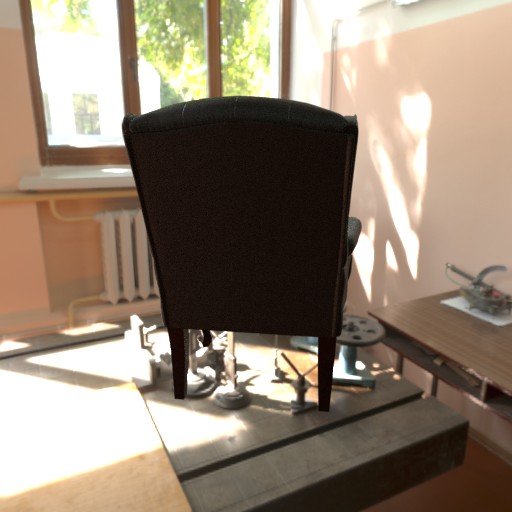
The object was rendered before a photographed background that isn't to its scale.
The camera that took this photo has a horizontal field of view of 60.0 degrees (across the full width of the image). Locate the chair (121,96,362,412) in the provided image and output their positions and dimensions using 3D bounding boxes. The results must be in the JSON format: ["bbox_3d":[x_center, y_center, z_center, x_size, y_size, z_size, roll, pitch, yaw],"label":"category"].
[{"bbox_3d":[0.000,0.000,1.733,0.831,1.133,0.822,2,16,8],"label":"chair"}]
